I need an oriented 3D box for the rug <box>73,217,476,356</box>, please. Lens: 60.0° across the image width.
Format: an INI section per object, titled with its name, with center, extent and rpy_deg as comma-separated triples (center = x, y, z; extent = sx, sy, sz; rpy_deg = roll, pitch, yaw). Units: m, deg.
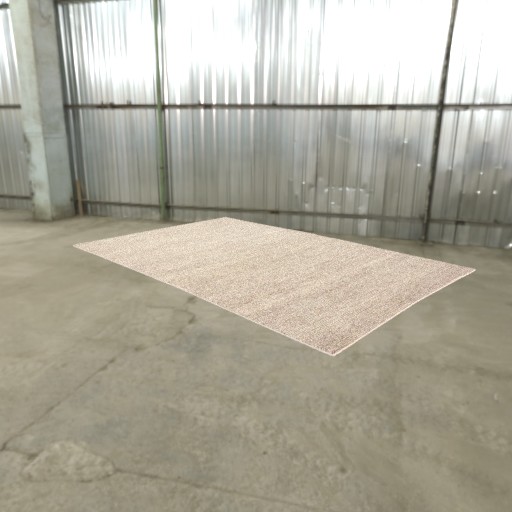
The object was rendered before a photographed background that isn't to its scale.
[rug]
center = 0.000, 0.000, 2.294
extent = 1.154, 0.021, 1.792
rpy_deg = -16, 22, -43
